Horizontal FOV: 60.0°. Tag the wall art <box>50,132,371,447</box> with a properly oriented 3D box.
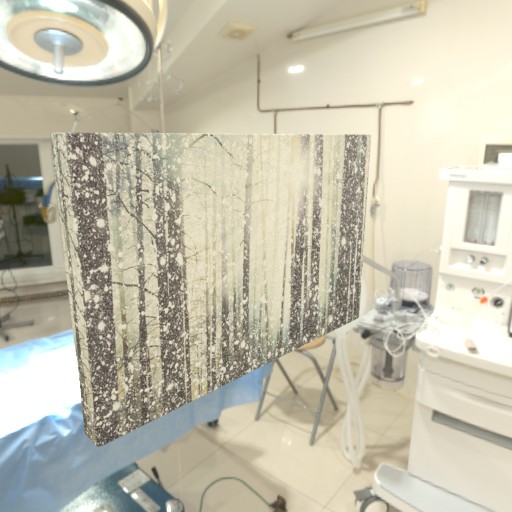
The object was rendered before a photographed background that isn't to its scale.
[{"bbox_3d":[0.000,0.000,0.750,0.618,0.398,0.042,-14,21,-42],"label":"wall art"}]
